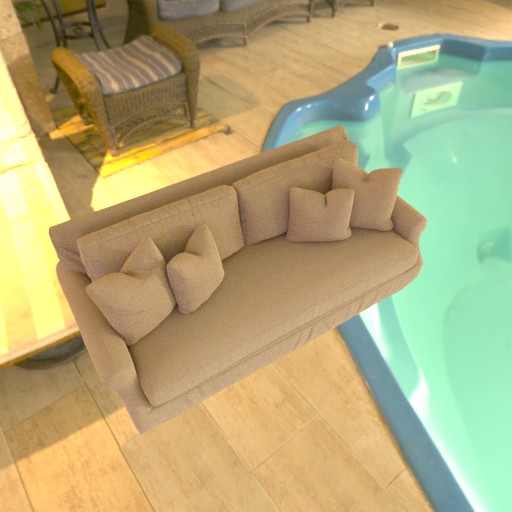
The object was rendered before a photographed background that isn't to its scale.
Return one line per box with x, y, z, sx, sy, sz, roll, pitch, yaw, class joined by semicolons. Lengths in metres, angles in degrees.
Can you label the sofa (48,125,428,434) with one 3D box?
0.000;0.000;2.878;2.285;0.904;1.067;-24;51;-22;sofa
